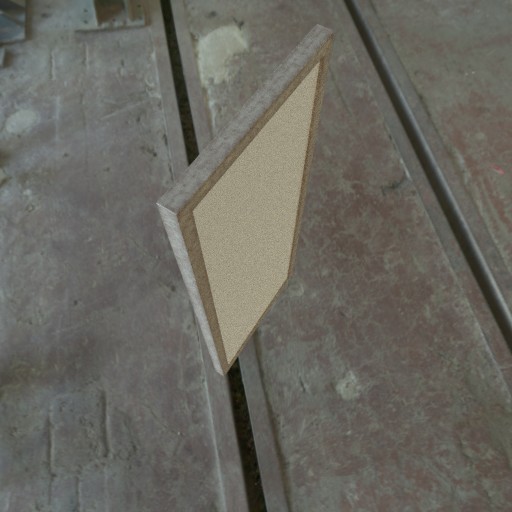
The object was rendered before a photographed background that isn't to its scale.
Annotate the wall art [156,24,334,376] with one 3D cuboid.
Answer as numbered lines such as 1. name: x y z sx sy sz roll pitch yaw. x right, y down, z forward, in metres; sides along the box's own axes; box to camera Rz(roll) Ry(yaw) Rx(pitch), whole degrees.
1. wall art: 0.000 0.000 1.640 0.051 1.461 0.648 30 67 14
